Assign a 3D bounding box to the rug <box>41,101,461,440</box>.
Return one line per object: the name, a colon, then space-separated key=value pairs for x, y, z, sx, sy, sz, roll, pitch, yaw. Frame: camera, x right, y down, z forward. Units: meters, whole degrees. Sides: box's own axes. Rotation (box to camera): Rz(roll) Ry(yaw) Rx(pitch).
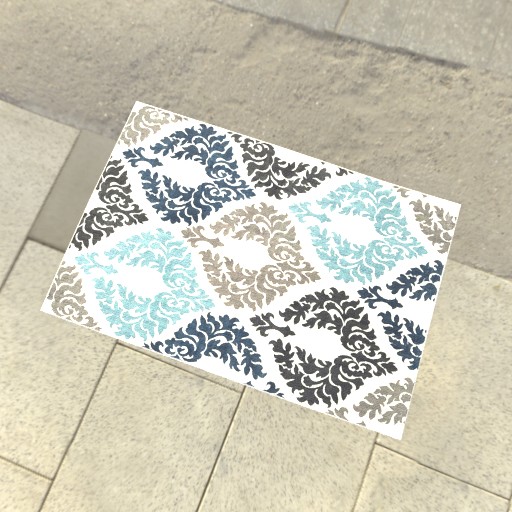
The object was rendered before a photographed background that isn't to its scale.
rug: x=0.000 y=0.000 z=2.780 sx=2.275 sy=0.014 sz=1.514 roll=19 pitch=78 yaw=4
